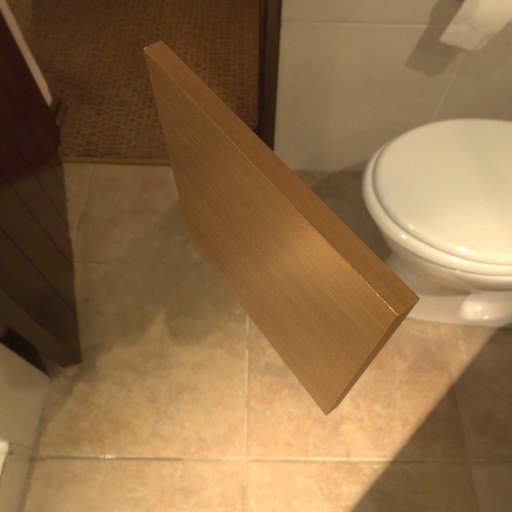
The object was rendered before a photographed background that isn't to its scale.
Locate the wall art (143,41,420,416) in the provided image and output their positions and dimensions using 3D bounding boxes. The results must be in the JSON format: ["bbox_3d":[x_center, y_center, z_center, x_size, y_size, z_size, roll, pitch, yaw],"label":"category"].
[{"bbox_3d":[0.000,0.000,0.449,0.019,0.302,0.302,-32,65,-17],"label":"wall art"}]
